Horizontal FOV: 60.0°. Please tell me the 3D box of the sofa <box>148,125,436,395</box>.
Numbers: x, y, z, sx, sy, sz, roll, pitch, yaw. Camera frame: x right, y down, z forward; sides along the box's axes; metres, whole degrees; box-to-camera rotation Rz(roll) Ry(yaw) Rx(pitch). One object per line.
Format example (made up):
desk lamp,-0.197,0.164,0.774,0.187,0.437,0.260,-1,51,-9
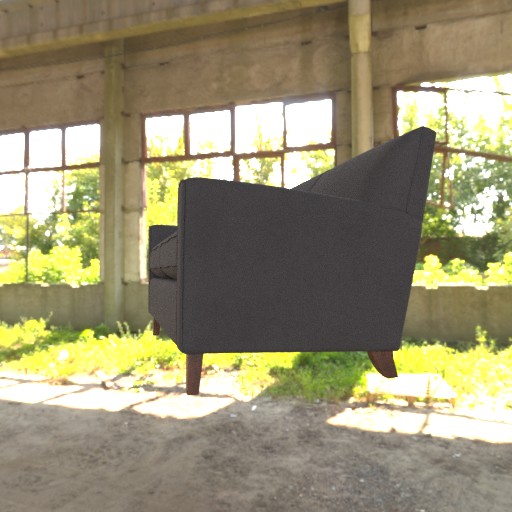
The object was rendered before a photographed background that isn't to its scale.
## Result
sofa,0.000,0.000,2.002,0.871,0.846,1.420,1,-2,-17
